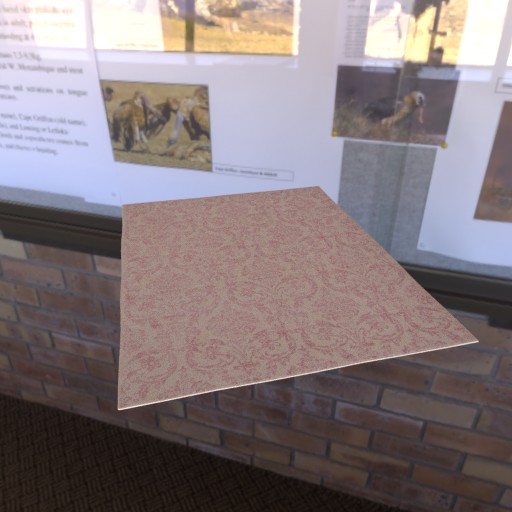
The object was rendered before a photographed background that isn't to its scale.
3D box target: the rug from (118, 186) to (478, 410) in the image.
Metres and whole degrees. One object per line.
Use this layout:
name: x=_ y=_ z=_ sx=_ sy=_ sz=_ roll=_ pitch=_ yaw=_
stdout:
rug: x=0.000 y=0.000 z=4.002 sx=2.363 sy=0.012 sz=2.980 roll=-7 pitch=31 yaw=-12
